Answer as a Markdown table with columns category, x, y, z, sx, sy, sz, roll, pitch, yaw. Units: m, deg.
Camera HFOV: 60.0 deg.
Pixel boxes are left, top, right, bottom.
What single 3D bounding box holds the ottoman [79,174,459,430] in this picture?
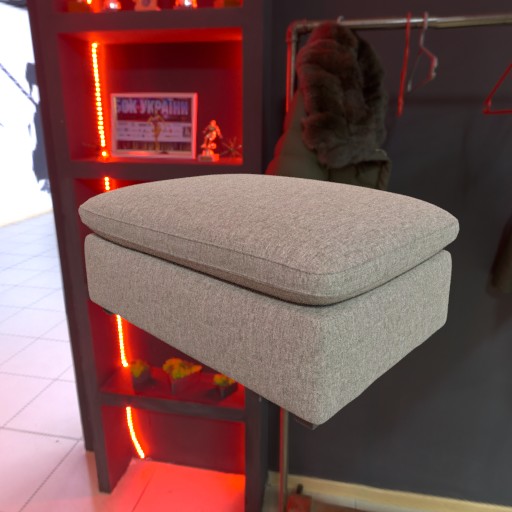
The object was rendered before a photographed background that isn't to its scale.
| category | x | y | z | sx | sy | sz | roll | pitch | yaw |
| --- | --- | --- | --- | --- | --- | --- | --- | --- | --- |
| ottoman | 0.000 | 0.000 | 1.352 | 0.977 | 0.451 | 0.694 | 16 | 23 | 41 |
